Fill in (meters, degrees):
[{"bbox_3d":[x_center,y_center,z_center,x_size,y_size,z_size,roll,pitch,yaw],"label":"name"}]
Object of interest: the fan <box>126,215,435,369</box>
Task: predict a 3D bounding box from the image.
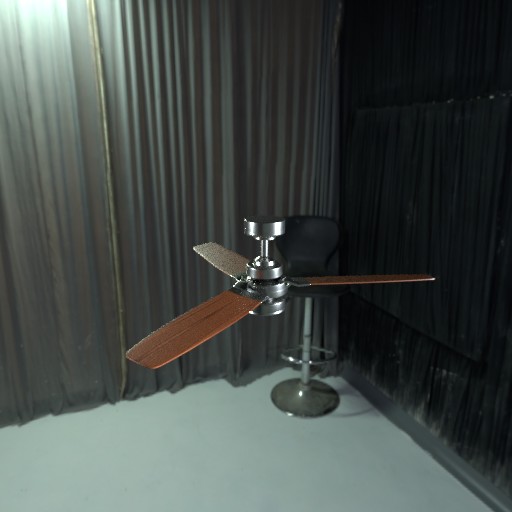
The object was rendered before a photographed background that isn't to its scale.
[{"bbox_3d":[0.000,0.000,2.071,1.416,0.410,1.271,-8,17,-26],"label":"fan"}]
